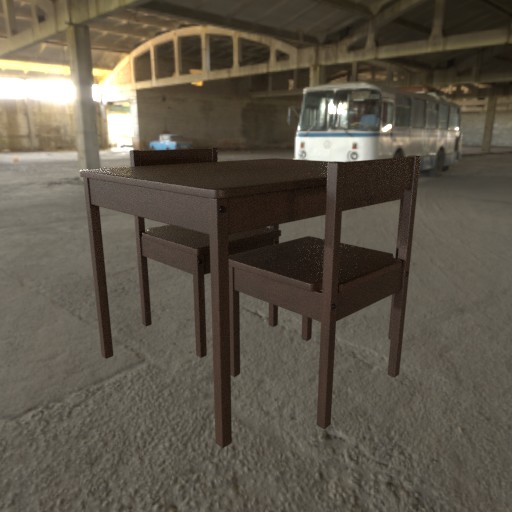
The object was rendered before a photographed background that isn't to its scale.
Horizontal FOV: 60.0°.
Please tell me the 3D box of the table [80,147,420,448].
[{"bbox_3d":[0.000,0.000,1.105,0.650,0.503,0.672,-15,21,-42],"label":"table"}]
